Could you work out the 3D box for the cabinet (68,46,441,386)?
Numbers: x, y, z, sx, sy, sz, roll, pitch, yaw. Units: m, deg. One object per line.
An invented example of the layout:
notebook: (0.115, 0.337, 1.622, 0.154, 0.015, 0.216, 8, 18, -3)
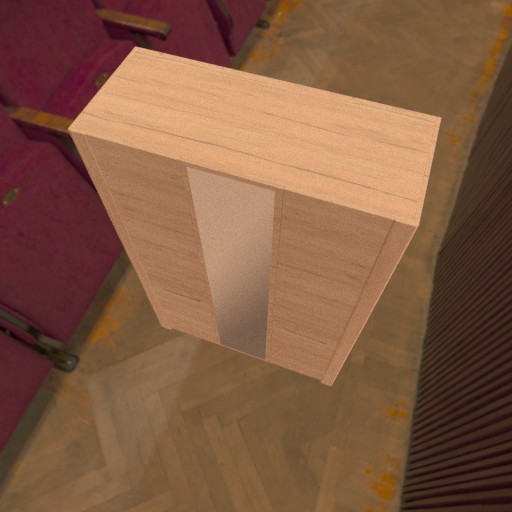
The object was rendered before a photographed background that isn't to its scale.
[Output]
cabinet: (0.000, 0.000, 2.677, 1.400, 2.070, 0.580, 17, 60, 10)
